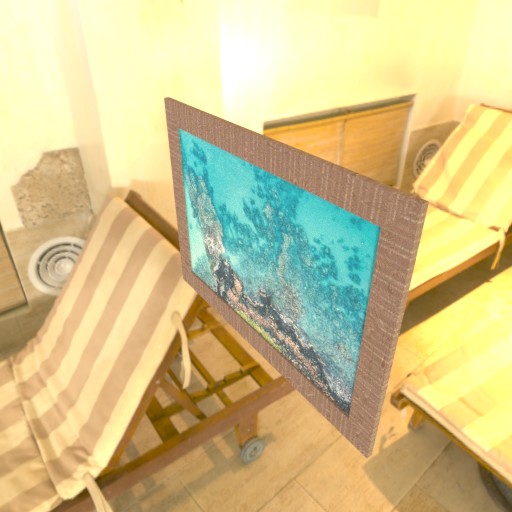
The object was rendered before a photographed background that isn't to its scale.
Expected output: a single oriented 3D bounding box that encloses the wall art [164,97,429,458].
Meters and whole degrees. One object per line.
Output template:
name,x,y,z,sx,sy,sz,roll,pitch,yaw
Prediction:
wall art,0.000,0.000,1.371,0.020,0.761,1.056,-21,38,-30
